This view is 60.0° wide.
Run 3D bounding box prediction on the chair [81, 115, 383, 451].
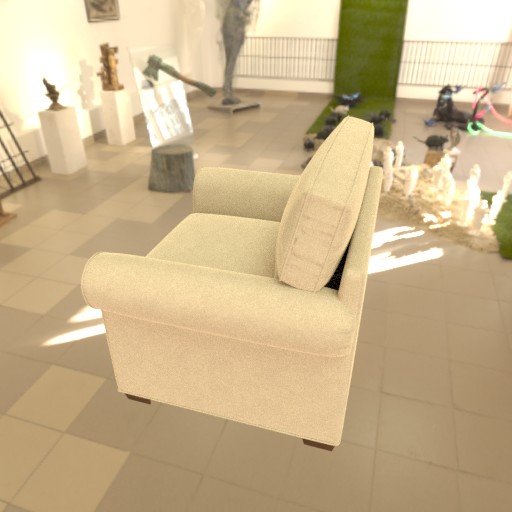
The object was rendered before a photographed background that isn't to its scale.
[{"bbox_3d":[0.000,0.000,1.746,0.863,0.955,1.040,9,32,15],"label":"chair"}]
